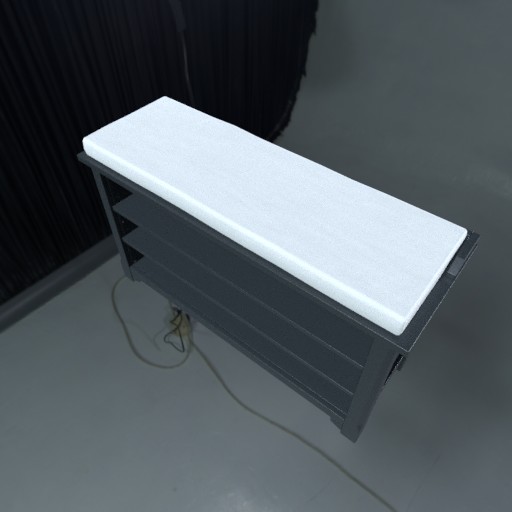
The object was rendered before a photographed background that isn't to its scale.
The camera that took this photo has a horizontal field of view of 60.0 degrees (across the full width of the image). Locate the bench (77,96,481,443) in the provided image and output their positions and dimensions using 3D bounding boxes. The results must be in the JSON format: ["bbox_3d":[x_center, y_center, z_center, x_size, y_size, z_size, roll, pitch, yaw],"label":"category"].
[{"bbox_3d":[0.000,0.000,1.248,0.973,0.561,0.345,30,54,25],"label":"bench"}]
